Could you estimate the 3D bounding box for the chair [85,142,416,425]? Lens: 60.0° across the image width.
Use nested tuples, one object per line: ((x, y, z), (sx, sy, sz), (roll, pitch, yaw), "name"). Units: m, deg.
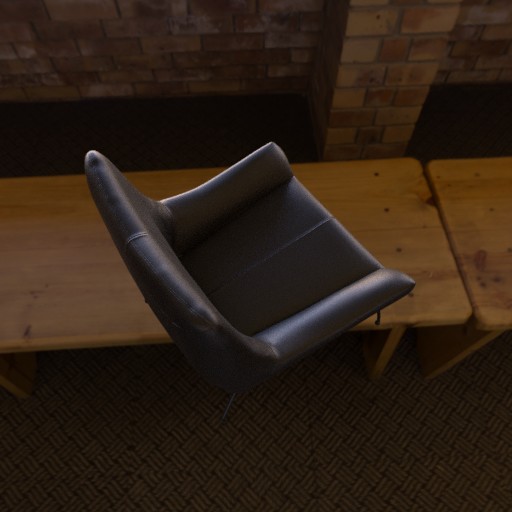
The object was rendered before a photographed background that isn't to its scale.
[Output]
((0.000, 0.000, 1.591), (0.826, 0.922, 0.836), (-31, 63, -18), "chair")
